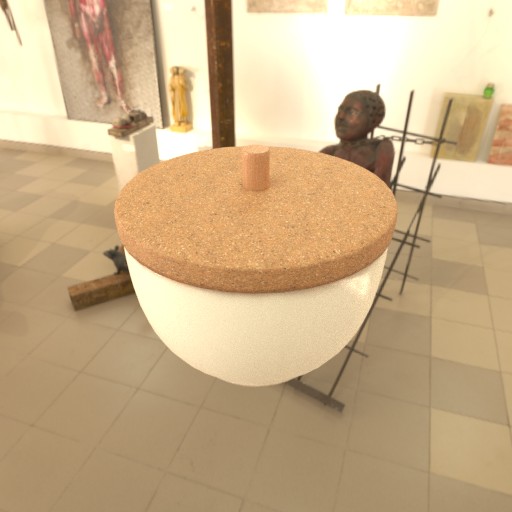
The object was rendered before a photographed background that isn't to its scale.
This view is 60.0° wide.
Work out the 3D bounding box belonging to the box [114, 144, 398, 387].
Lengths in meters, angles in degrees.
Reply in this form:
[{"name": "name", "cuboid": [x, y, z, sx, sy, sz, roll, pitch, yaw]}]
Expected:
[{"name": "box", "cuboid": [0.000, 0.000, 0.189, 0.107, 0.094, 0.107, 0, 33, 0]}]
